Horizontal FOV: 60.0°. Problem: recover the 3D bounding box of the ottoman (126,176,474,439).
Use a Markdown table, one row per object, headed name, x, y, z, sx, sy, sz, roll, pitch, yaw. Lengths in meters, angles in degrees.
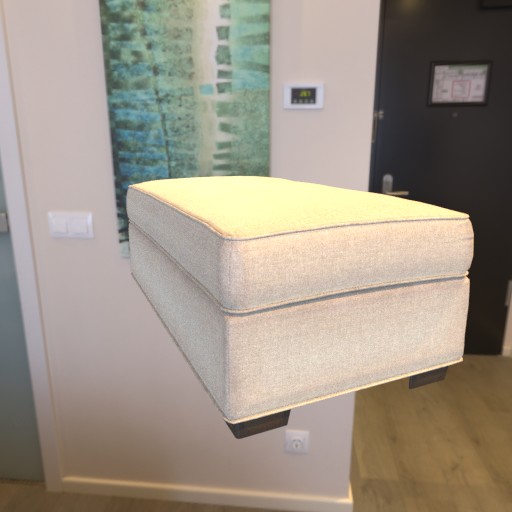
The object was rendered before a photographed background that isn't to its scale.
| name | x | y | z | sx | sy | sz | roll | pitch | yaw |
| --- | --- | --- | --- | --- | --- | --- | --- | --- | --- |
| ottoman | 0.000 | 0.000 | 1.383 | 0.617 | 0.448 | 1.097 | -6 | 16 | -24 |
